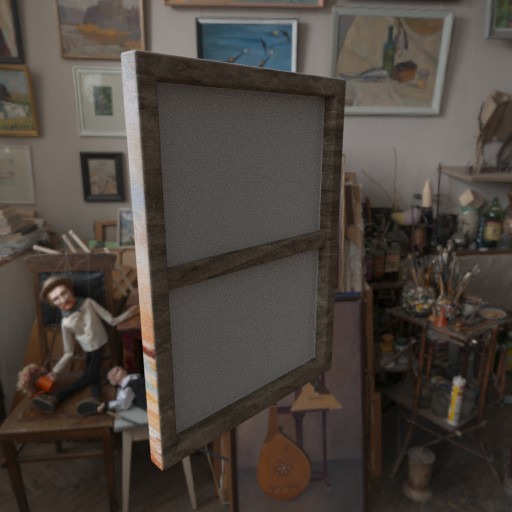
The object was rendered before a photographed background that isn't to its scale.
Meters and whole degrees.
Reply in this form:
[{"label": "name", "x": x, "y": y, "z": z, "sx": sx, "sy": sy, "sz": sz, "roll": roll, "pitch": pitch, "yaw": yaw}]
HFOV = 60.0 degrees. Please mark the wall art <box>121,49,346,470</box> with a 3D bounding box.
[{"label": "wall art", "x": 0.000, "y": 0.000, "z": 0.771, "sx": 0.443, "sy": 0.605, "sz": 0.035, "roll": -15, "pitch": 21, "yaw": -43}]
